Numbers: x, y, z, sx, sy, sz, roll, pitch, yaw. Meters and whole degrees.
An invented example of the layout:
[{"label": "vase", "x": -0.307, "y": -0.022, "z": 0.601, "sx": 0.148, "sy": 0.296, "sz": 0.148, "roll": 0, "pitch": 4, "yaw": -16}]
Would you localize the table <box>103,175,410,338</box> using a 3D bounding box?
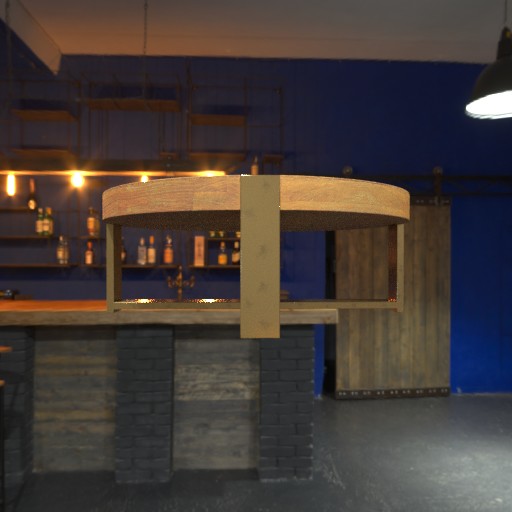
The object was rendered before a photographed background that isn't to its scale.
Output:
[{"label": "table", "x": 0.000, "y": 0.000, "z": 1.688, "sx": 1.100, "sy": 0.420, "sz": 1.100, "roll": 0, "pitch": 0, "yaw": 0}]
